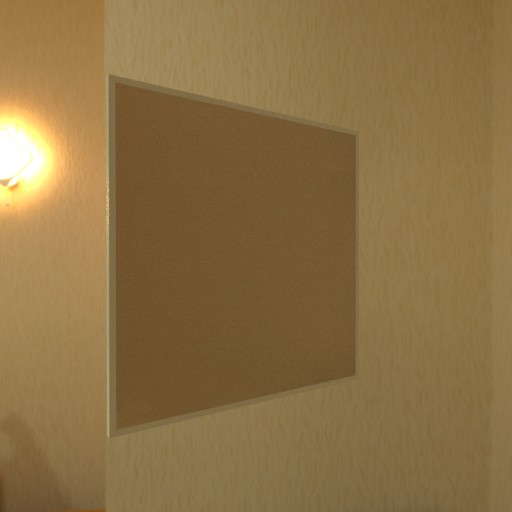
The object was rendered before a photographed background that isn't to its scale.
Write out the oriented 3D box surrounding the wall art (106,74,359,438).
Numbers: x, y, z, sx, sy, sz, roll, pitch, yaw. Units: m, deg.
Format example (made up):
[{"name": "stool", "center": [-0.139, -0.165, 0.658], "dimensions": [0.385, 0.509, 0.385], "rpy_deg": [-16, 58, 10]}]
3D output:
[{"name": "wall art", "center": [0.000, 0.000, 0.843], "dimensions": [0.557, 0.557, 0.012], "rpy_deg": [0, 1, -35]}]
